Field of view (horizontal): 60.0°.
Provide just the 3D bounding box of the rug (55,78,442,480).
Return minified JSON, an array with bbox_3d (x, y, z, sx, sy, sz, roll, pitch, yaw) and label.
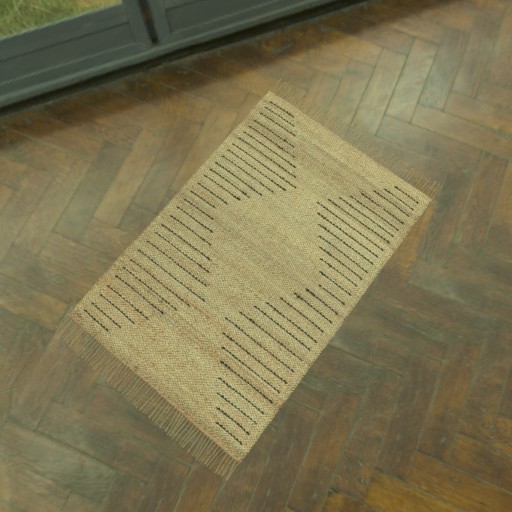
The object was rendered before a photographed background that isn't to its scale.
[{"bbox_3d":[0.000,0.000,2.538,1.224,0.027,2.085,37,78,10],"label":"rug"}]
